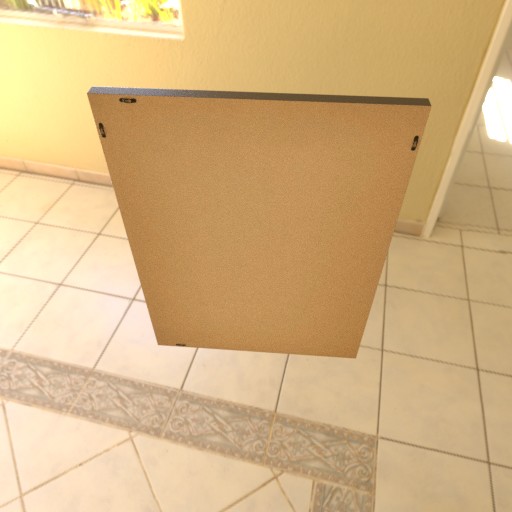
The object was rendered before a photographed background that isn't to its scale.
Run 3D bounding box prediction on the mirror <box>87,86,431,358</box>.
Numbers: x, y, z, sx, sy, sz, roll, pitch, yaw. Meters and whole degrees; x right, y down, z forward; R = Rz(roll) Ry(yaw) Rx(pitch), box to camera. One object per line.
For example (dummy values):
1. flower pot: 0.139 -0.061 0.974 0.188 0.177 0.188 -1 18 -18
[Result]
1. mirror: 0.000 0.000 1.350 0.762 1.016 0.041 3 46 3
